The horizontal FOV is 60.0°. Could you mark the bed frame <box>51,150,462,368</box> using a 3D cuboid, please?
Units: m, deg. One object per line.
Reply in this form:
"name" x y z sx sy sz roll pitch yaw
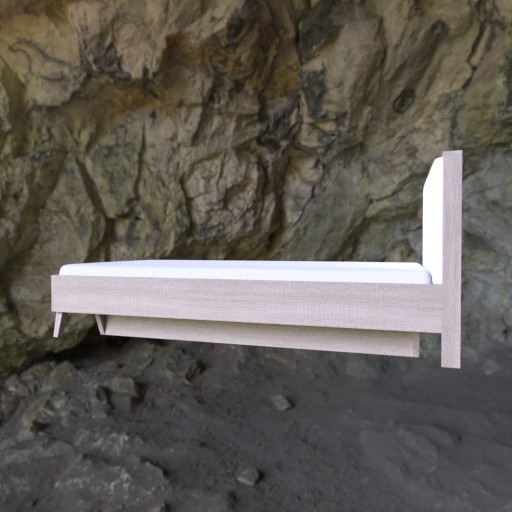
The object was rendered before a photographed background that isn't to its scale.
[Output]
"bed frame" 0.000 0.000 2.668 2.140 0.920 0.990 0 1 18
